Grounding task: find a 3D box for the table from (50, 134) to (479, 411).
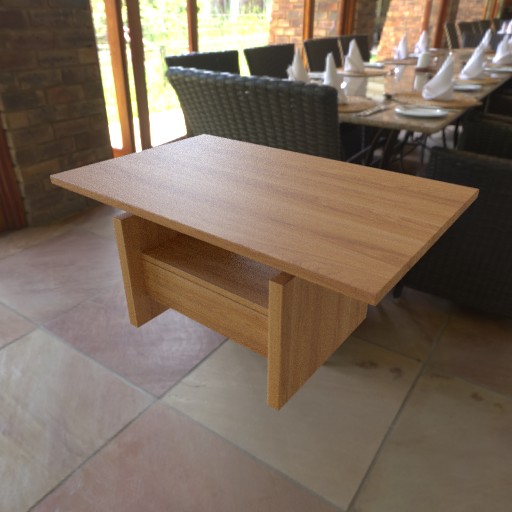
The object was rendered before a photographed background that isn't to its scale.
[{"bbox_3d":[0.000,0.000,1.463,1.100,0.510,0.700,20,35,33],"label":"table"}]
